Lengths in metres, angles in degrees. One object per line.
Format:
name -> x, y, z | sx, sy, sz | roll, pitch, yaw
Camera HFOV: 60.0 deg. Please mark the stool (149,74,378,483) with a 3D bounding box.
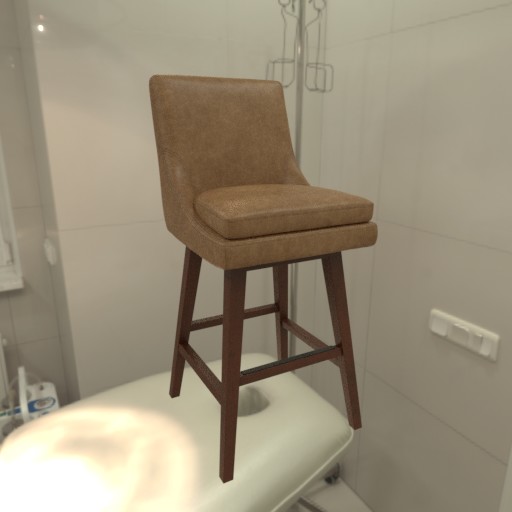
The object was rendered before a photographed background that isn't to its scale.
stool -> 0.000, 0.000, 1.379 | 0.487, 1.079, 0.572 | -9, 19, -27
